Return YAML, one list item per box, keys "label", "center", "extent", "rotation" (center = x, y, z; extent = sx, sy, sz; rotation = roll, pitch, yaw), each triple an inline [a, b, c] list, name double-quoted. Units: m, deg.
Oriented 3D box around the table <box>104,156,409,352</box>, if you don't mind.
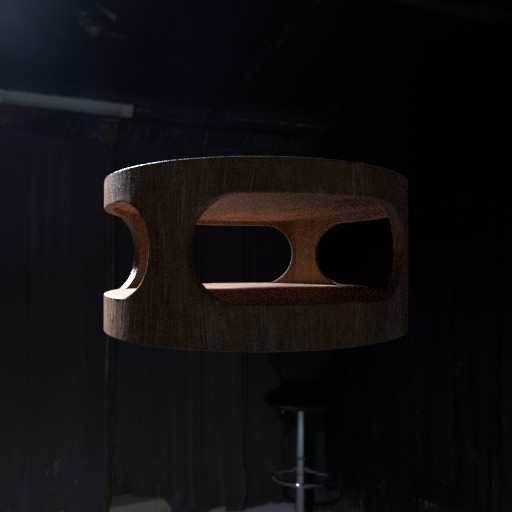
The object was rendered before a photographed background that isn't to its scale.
- label: "table"
  center: [0.000, 0.000, 1.502]
  extent: [0.974, 0.450, 0.974]
  rotation: [0, -1, 0]
